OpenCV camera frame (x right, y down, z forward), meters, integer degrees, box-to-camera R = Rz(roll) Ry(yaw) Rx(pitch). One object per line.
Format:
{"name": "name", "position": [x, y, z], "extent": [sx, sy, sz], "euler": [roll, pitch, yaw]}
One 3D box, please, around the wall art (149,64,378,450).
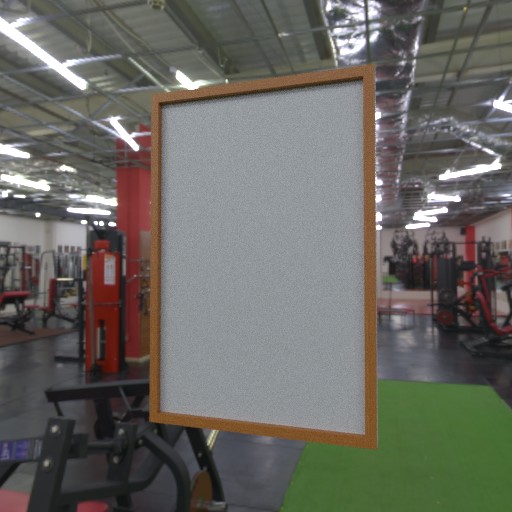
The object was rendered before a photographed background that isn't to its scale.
{"name": "wall art", "position": [0.000, 0.000, 1.162], "extent": [0.610, 0.916, 0.037], "euler": [0, -1, 18]}
